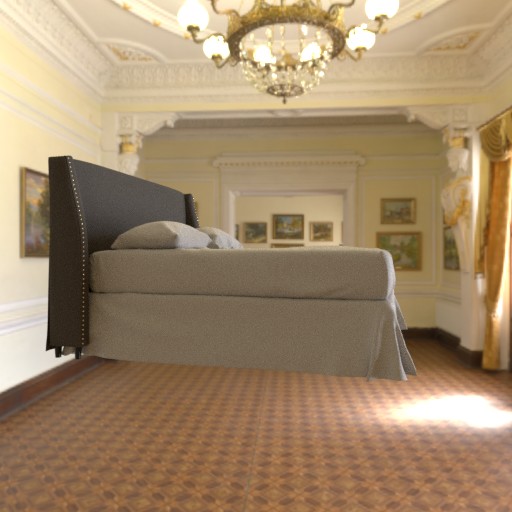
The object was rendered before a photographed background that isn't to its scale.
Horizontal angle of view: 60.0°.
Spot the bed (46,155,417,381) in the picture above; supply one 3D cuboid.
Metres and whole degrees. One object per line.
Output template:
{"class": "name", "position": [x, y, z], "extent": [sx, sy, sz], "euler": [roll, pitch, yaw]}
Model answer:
{"class": "bed", "position": [0.000, 0.000, 3.444], "extent": [2.276, 1.332, 1.925], "euler": [0, 0, 17]}
